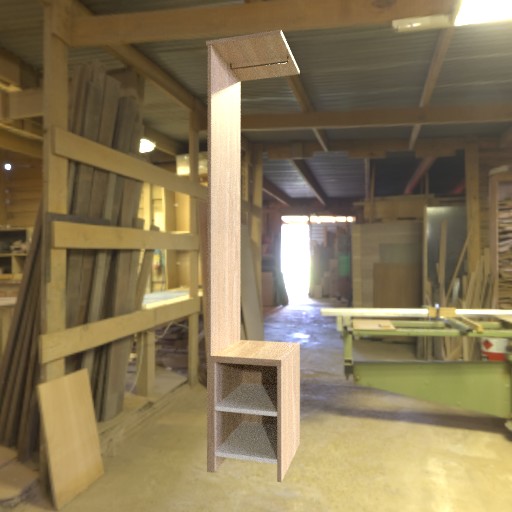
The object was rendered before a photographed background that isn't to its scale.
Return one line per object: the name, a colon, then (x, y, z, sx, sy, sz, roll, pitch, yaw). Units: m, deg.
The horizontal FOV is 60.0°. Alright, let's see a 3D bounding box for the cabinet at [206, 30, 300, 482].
cabinet: (0.000, 0.000, 2.076, 0.338, 1.879, 0.411, 0, -1, 16)
